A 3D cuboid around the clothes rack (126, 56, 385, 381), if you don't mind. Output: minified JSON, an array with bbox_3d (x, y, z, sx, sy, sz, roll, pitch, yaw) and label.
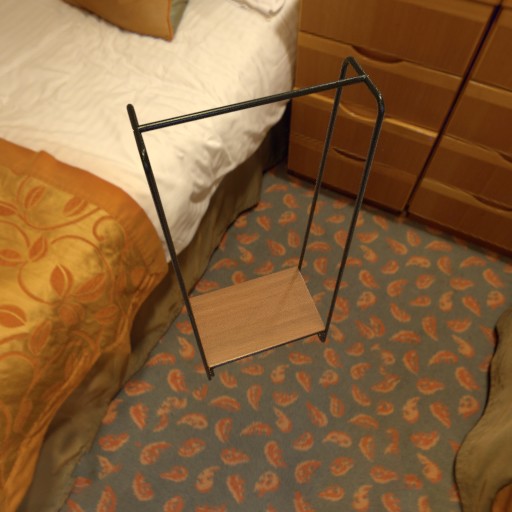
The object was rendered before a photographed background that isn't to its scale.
[{"bbox_3d":[0.000,0.000,1.766,0.640,1.500,0.400,-16,59,-10],"label":"clothes rack"}]
